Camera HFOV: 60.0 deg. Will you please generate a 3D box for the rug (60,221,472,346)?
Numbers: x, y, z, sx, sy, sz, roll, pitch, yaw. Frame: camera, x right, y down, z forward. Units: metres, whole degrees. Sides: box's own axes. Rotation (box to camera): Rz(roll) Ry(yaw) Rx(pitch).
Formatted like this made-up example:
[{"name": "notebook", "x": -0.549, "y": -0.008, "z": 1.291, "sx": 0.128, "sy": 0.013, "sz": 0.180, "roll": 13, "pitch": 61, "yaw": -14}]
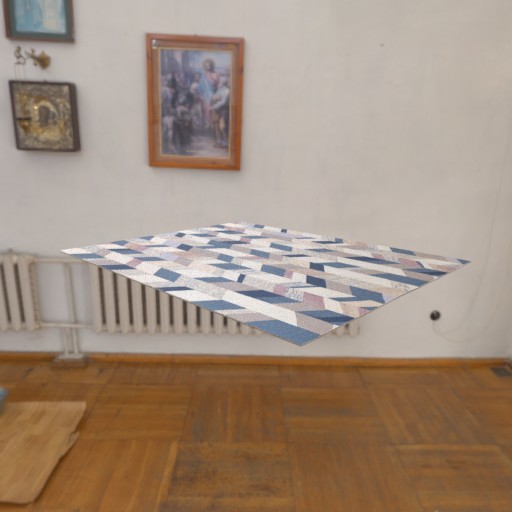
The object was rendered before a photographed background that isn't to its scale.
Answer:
[{"name": "rug", "x": 0.000, "y": 0.000, "z": 4.187, "sx": 3.072, "sy": 0.011, "sz": 2.451, "roll": 13, "pitch": 19, "yaw": 43}]
